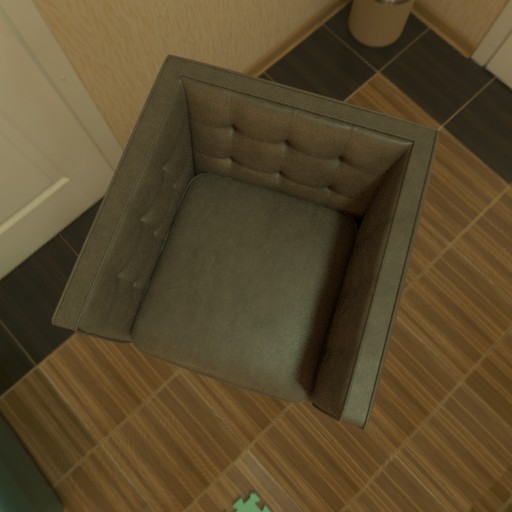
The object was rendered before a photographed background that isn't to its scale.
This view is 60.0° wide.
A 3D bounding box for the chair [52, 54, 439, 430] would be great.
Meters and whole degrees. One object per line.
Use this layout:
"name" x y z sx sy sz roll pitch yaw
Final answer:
"chair" 0.000 0.000 1.585 0.880 0.790 0.894 17 76 4
